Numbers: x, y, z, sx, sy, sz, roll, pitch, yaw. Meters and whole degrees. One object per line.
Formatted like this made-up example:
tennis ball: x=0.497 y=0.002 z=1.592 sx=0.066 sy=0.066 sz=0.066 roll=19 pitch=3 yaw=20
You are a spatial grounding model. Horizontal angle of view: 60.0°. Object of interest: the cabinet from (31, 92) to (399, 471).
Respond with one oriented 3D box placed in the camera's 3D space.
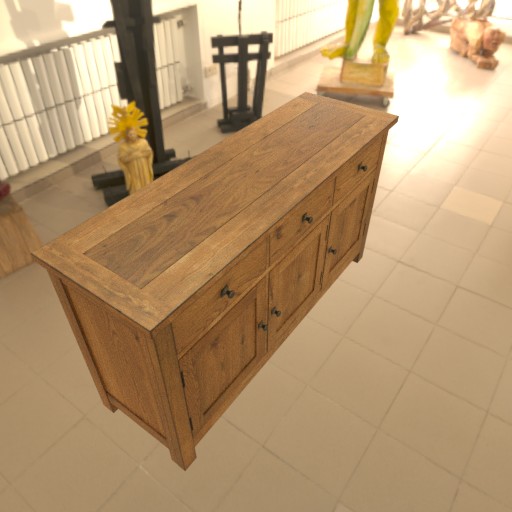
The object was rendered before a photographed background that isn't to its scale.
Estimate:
cabinet: x=0.000 y=0.000 z=1.841 sx=0.480 sy=0.813 sz=1.474 roll=25 pitch=47 yaw=26
